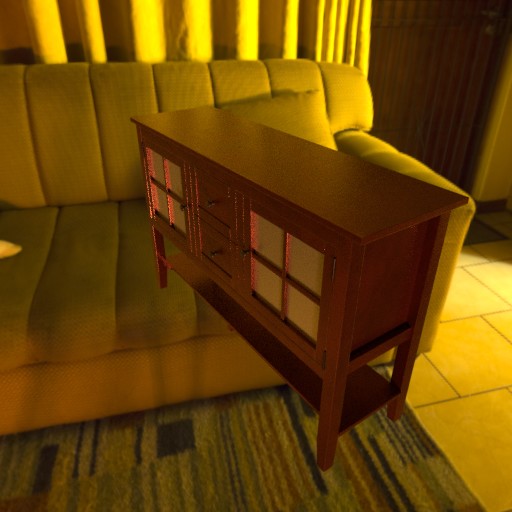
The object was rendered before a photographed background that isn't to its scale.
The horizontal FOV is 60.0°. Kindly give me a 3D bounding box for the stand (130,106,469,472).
[{"bbox_3d":[0.000,0.000,1.755,0.410,0.872,1.362,-19,35,-29],"label":"stand"}]
